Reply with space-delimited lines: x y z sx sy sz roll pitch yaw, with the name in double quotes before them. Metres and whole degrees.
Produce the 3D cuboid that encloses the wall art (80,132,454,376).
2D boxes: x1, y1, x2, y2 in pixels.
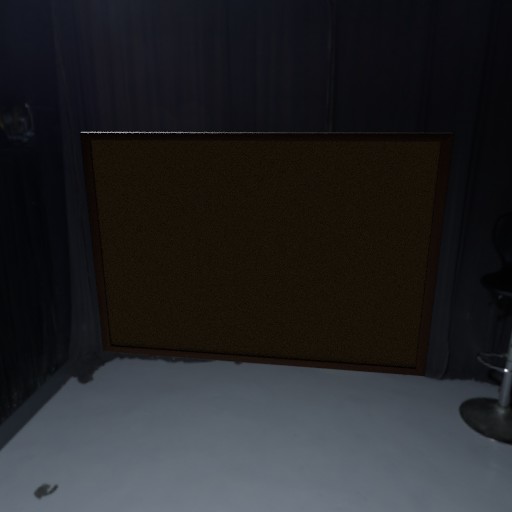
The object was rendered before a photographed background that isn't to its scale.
"wall art" 0.000 0.000 1.044 0.816 0.559 0.014 2 16 8
